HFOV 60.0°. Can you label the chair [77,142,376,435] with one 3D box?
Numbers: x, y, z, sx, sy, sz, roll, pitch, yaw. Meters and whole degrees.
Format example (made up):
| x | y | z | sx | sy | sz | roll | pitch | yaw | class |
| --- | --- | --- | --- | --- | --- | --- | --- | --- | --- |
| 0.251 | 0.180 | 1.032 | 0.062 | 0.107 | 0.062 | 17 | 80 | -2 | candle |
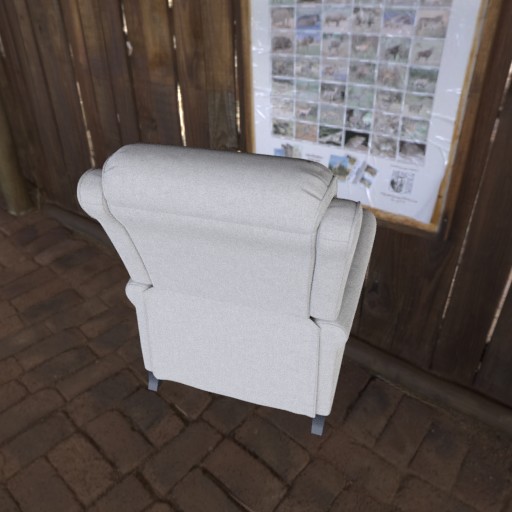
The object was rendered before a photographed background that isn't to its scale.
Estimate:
| x | y | z | sx | sy | sz | roll | pitch | yaw | class |
| --- | --- | --- | --- | --- | --- | --- | --- | --- | --- |
| 0.000 | 0.000 | 1.738 | 0.859 | 1.046 | 0.919 | 10 | 33 | 15 | chair |
